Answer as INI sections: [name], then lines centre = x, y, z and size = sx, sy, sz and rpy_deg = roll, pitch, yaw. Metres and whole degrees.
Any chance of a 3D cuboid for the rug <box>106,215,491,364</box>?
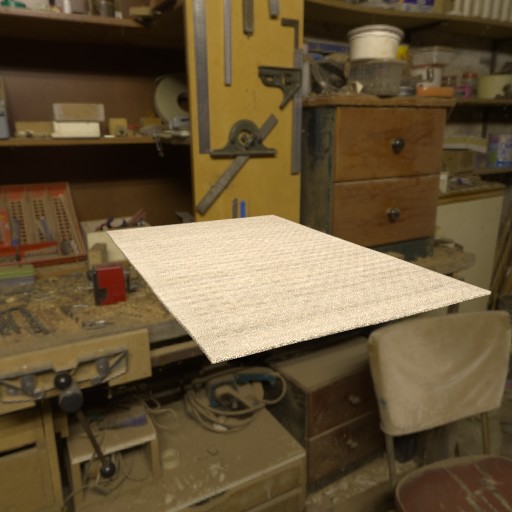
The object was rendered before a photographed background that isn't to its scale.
[rug]
centre = 0.000, 0.000, 2.901
size = 1.532, 0.018, 2.297
rpy_deg = -8, 18, -26
